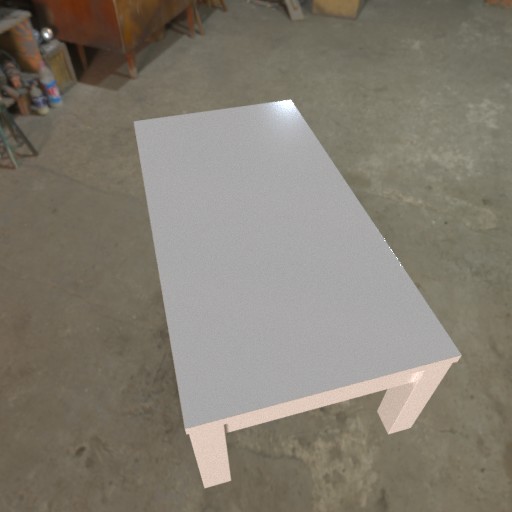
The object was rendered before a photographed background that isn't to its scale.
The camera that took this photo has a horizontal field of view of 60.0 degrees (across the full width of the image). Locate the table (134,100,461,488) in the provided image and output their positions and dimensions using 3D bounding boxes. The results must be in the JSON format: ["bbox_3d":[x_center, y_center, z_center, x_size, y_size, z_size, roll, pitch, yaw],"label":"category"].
[{"bbox_3d":[0.000,0.000,1.663,0.700,0.470,1.350,-11,48,-10],"label":"table"}]
